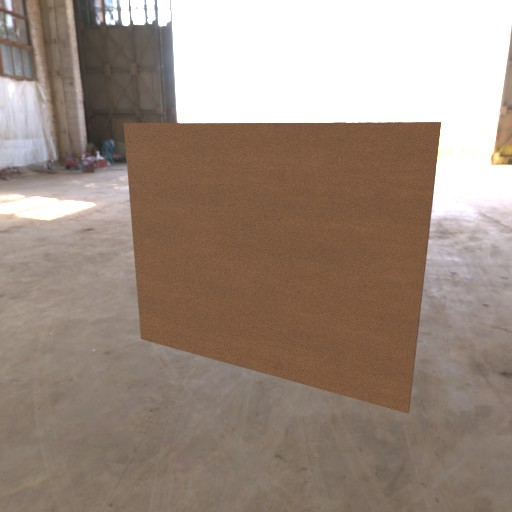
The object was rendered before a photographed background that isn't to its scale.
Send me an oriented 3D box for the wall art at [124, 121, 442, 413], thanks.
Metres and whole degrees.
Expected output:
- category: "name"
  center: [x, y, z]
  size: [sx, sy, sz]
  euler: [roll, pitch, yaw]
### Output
- category: "wall art"
  center: [0.000, 0.000, 0.708]
  size: [0.508, 0.408, 0.010]
  euler: [8, 18, 27]
